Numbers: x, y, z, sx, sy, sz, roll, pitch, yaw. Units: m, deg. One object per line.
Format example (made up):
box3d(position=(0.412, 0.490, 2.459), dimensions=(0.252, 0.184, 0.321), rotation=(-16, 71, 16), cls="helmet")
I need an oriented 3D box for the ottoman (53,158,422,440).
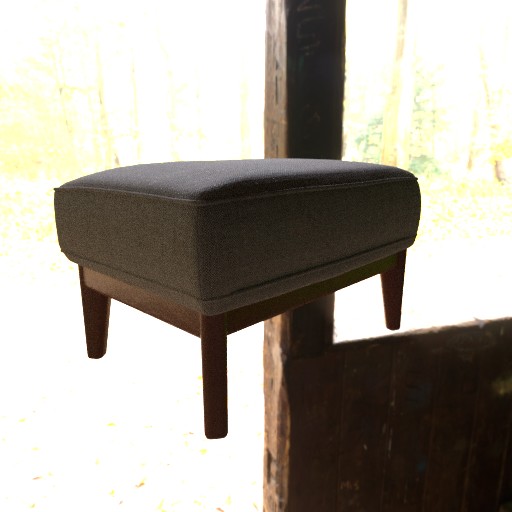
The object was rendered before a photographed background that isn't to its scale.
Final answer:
box3d(position=(0.000, 0.000, 1.080), dimensions=(0.555, 0.458, 0.750), rotation=(13, 19, 42), cls="ottoman")
